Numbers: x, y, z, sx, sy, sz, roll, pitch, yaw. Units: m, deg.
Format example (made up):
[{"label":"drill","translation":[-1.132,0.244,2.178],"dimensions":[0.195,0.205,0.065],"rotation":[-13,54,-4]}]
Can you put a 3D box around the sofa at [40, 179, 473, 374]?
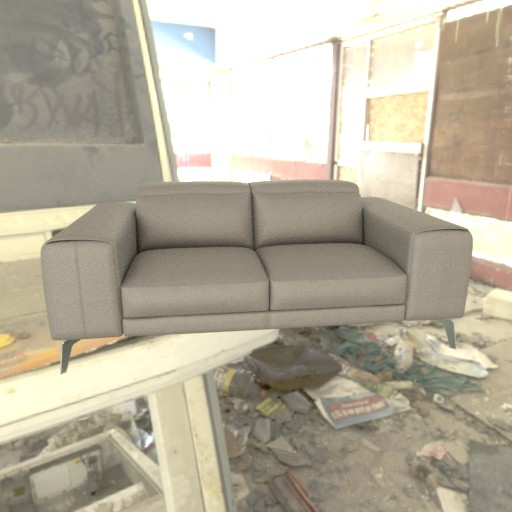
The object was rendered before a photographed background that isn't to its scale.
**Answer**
[{"label":"sofa","translation":[0.000,0.000,2.447],"dimensions":[1.930,0.753,1.024],"rotation":[-2,16,-7]}]
